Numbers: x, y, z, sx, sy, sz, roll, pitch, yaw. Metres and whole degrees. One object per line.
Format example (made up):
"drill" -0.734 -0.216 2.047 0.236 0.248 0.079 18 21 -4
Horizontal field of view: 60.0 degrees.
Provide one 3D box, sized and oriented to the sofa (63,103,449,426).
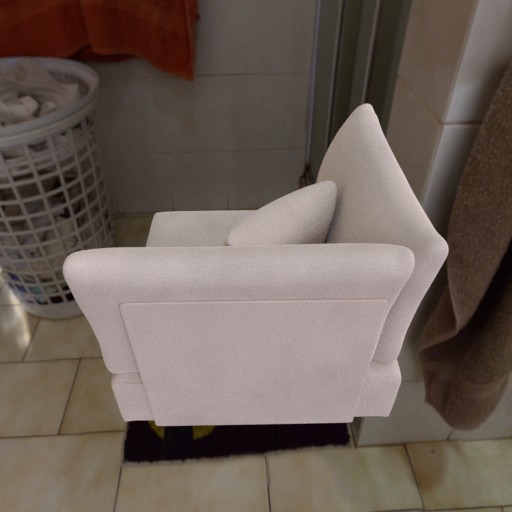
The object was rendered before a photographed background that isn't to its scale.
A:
"sofa" 0.000 0.000 1.708 1.000 0.820 1.000 -1 41 -1
